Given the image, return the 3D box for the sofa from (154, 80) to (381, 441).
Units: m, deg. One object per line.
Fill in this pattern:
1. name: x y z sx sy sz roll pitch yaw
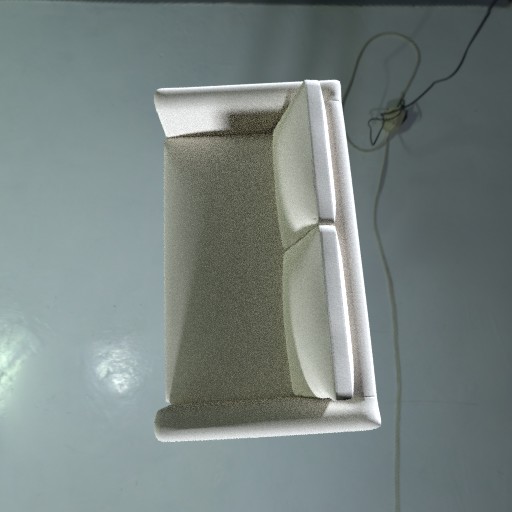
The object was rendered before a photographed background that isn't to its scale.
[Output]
1. sofa: 0.000 0.000 2.159 0.905 0.873 1.598 -3 76 -1
